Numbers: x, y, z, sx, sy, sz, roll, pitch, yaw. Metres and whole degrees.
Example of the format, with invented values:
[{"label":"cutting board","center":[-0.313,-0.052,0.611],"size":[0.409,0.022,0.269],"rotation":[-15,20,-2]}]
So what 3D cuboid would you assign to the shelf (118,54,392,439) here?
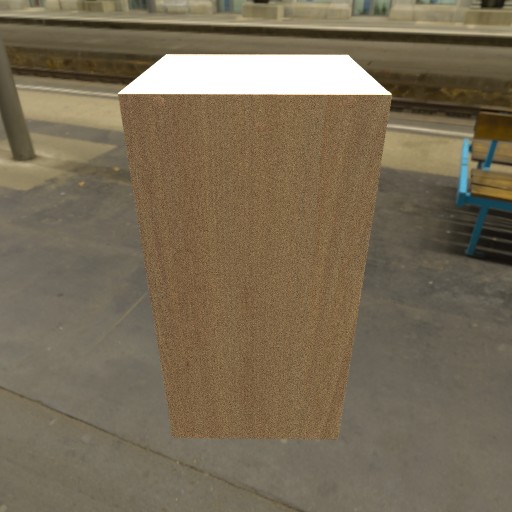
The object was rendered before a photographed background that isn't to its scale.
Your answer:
[{"label":"shelf","center":[0.000,0.000,0.759],"size":[0.297,0.594,0.290],"rotation":[0,32,1]}]
